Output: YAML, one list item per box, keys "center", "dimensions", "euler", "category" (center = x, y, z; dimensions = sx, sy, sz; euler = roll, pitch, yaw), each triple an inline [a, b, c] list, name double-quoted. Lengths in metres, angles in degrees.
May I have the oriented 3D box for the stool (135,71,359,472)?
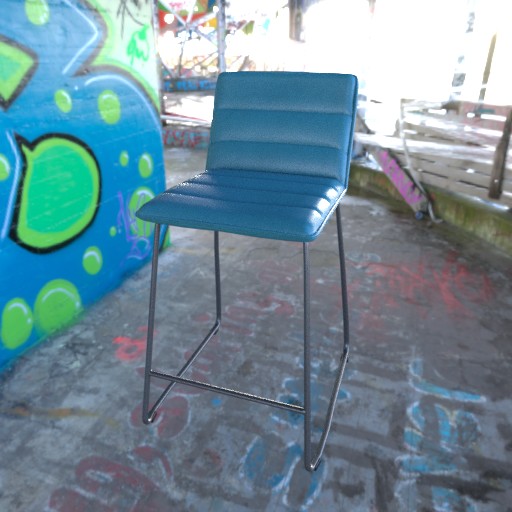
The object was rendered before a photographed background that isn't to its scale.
- center: [0.000, 0.000, 1.149]
  dimensions: [0.489, 0.866, 0.524]
  euler: [8, 26, 17]
  category: "stool"
